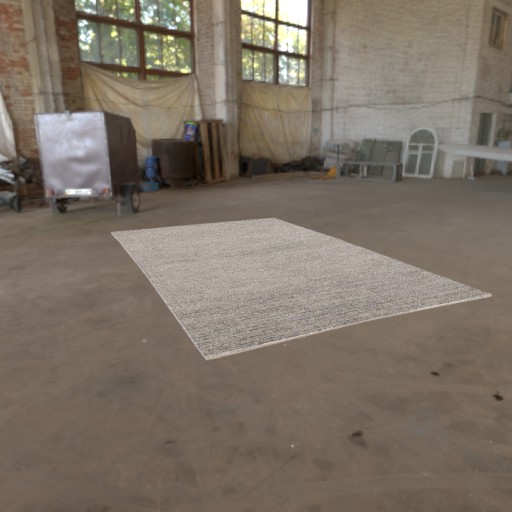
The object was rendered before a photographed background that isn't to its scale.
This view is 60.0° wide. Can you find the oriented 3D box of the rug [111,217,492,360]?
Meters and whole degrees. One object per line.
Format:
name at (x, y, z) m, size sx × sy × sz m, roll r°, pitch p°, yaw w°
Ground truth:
rug at (0.000, 0.000, 2.237) m, size 1.162 × 0.022 × 1.804 m, roll -7°, pitch 17°, yaw -24°
